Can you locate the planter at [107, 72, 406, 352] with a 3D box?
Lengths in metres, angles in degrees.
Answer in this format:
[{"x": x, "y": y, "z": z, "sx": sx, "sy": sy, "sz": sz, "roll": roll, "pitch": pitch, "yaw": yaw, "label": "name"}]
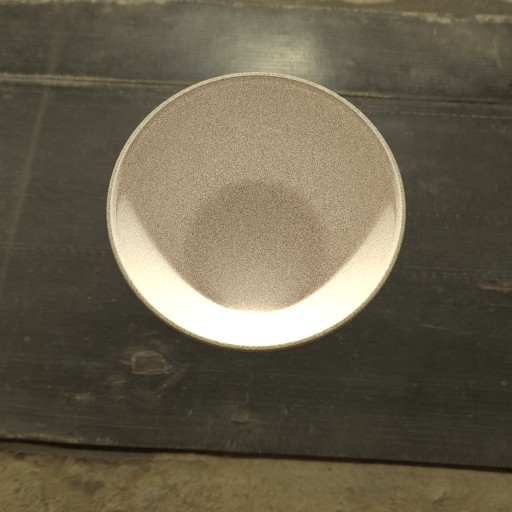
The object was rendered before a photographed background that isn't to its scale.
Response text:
[{"x": 0.000, "y": 0.000, "z": 0.760, "sx": 0.350, "sy": 0.504, "sz": 0.350, "roll": -34, "pitch": 77, "yaw": -9, "label": "planter"}]
